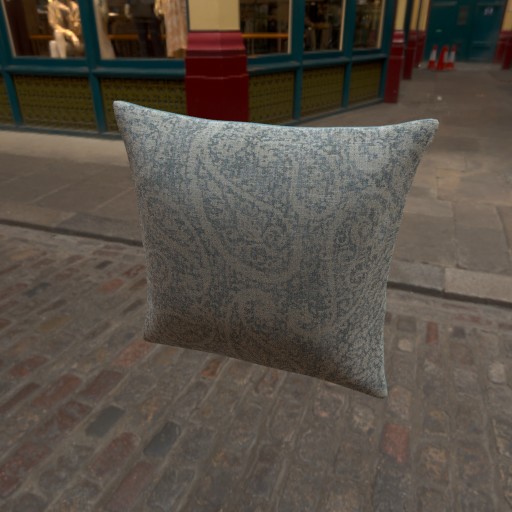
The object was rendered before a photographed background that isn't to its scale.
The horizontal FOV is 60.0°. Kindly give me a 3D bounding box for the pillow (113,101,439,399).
[{"bbox_3d":[0.000,0.000,0.794,0.526,0.507,0.166,9,29,17],"label":"pillow"}]
